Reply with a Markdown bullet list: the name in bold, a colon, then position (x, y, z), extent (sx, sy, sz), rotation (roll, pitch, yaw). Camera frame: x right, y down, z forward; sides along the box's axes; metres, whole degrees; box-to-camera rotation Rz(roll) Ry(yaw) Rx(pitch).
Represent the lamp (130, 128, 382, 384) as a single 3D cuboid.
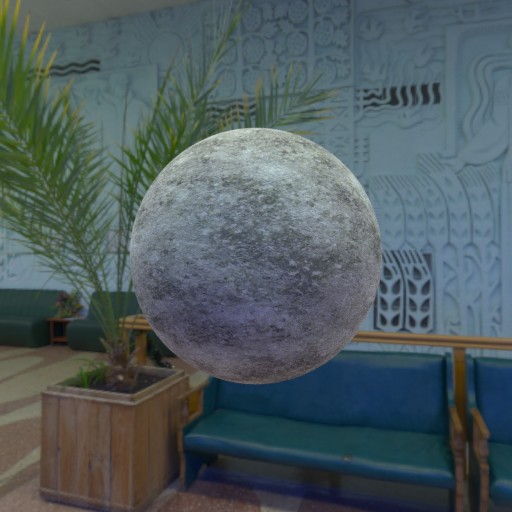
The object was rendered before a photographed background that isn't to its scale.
- **lamp**: position (0.000, 0.000, 0.770), extent (0.422, 0.429, 0.422), rotation (0, 0, 0)
